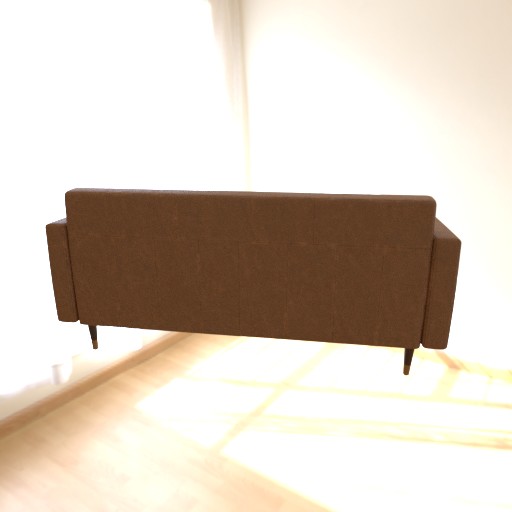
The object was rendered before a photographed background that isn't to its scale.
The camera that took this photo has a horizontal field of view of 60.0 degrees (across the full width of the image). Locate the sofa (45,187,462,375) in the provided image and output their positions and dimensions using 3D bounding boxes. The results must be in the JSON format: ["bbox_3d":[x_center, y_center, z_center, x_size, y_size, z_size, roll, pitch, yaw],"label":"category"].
[{"bbox_3d":[0.000,0.000,2.422,1.847,0.821,0.993,3,17,9],"label":"sofa"}]
